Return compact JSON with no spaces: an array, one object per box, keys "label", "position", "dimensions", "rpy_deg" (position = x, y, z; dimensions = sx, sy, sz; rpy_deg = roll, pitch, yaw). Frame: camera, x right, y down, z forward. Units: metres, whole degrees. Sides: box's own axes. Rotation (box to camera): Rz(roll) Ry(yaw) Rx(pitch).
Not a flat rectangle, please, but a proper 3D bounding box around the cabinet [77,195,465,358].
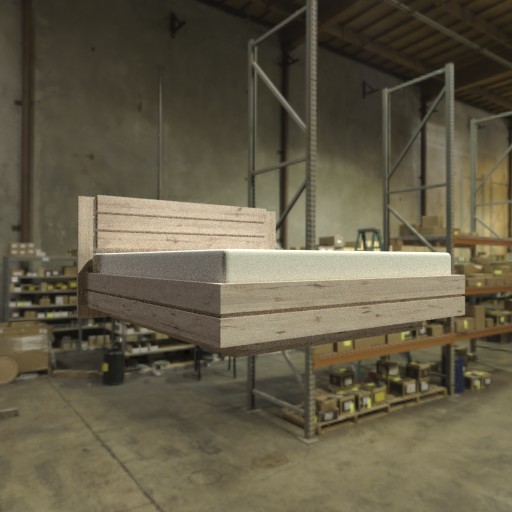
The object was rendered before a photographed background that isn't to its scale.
[{"label":"cabinet","position":[0.000,0.000,3.193],"dimensions":[1.950,0.970,2.080],"rpy_deg":[0,-1,-36]}]
